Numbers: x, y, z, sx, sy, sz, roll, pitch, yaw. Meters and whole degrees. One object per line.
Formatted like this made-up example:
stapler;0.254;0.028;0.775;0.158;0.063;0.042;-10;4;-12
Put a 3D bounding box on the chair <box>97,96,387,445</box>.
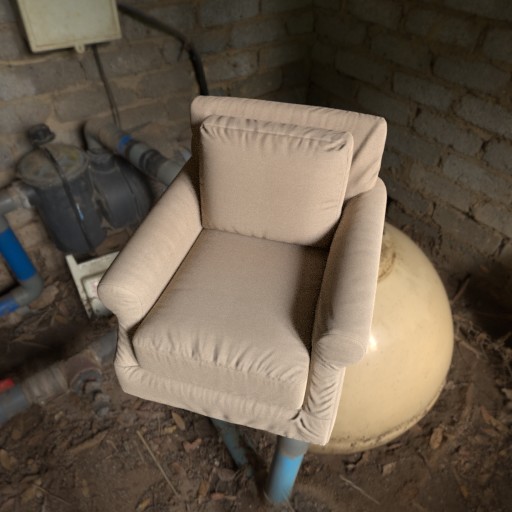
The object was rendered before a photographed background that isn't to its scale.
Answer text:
chair;0.000;0.000;1.764;0.940;0.866;1.066;11;43;12
